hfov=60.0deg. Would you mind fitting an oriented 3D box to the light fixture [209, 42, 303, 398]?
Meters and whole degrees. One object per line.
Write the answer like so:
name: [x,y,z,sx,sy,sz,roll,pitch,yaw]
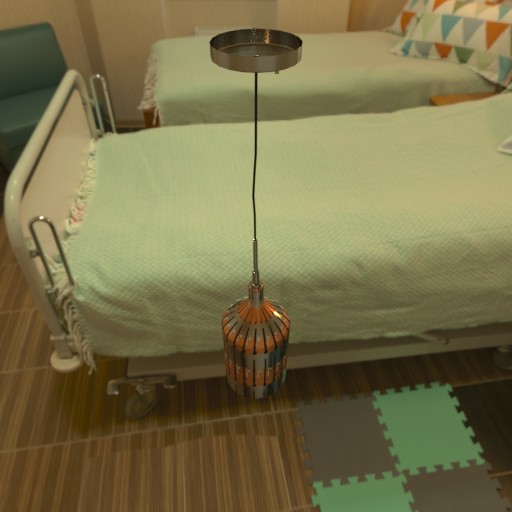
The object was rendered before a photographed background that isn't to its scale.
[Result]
light fixture: [0.000,0.000,1.695,0.303,1.535,0.303,0,41,0]
